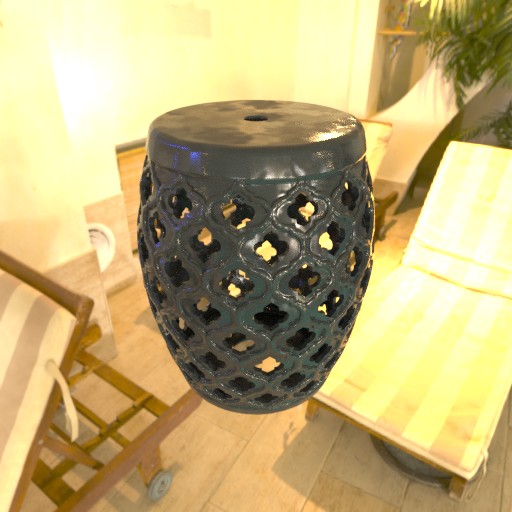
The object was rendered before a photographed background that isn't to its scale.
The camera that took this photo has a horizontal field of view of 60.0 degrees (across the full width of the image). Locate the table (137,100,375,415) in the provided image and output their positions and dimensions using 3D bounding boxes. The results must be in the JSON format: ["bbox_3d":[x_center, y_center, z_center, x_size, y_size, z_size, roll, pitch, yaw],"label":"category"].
[{"bbox_3d":[0.000,0.000,0.639,0.325,0.388,0.325,0,30,0],"label":"table"}]
